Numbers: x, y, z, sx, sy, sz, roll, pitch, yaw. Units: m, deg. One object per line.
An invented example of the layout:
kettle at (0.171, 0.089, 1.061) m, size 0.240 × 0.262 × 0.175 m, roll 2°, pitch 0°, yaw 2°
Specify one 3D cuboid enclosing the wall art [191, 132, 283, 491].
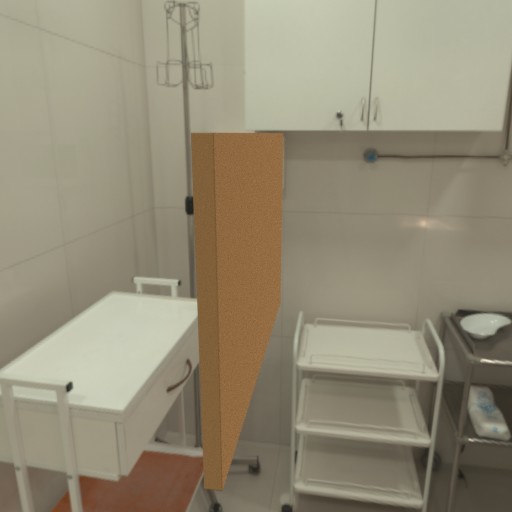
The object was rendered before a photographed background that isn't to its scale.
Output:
wall art at (0.000, 0.000, 1.136) m, size 0.033 × 0.608 × 0.915 m, roll 3°, pitch 16°, yaw 9°
